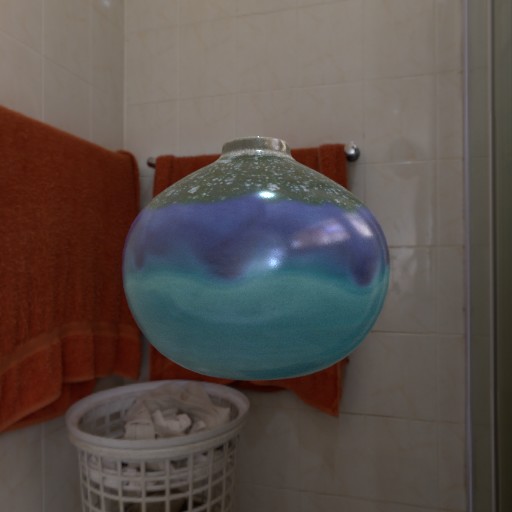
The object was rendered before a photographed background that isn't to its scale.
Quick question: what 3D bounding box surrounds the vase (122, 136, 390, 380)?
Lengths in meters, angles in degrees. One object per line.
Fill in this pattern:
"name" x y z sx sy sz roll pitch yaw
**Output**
"vase" 0.000 0.000 0.265 0.154 0.133 0.154 0 0 0
